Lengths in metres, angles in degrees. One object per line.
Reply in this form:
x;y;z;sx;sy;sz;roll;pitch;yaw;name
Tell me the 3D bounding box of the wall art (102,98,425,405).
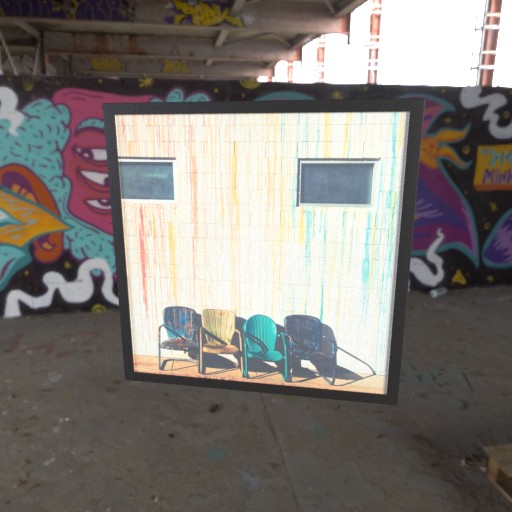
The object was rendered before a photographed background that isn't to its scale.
0.000;0.000;0.767;0.506;0.506;0.037;2;15;9;wall art
